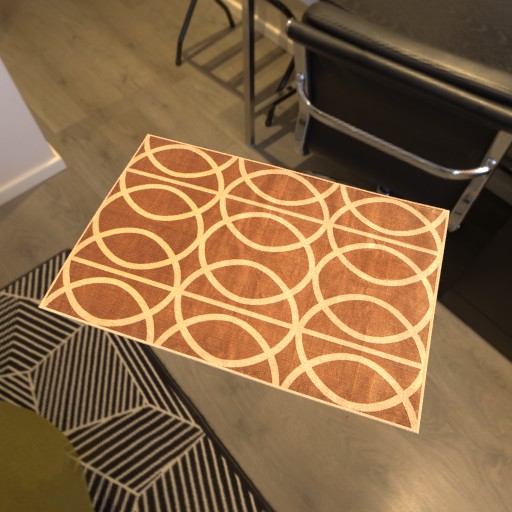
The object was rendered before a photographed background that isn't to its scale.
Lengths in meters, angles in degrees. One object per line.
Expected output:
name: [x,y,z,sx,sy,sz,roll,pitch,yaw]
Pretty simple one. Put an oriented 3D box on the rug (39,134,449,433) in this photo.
rug: [0.000,0.000,2.858,2.290,0.014,1.526,16,61,9]
